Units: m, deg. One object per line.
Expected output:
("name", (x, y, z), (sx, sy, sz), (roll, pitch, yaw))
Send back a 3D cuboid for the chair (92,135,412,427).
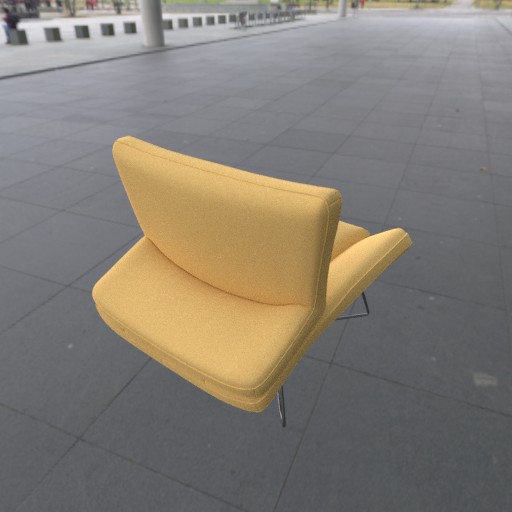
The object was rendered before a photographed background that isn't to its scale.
("chair", (0.000, 0.000, 1.665), (0.859, 0.855, 1.008), (21, 36, 32))
